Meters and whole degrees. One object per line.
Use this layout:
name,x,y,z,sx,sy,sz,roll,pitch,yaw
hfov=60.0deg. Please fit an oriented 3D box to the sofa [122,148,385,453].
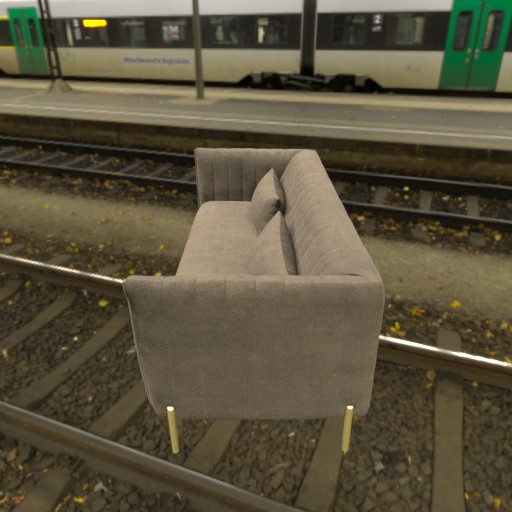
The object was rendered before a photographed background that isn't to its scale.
sofa,0.000,0.000,2.453,0.876,0.780,1.980,0,26,0
